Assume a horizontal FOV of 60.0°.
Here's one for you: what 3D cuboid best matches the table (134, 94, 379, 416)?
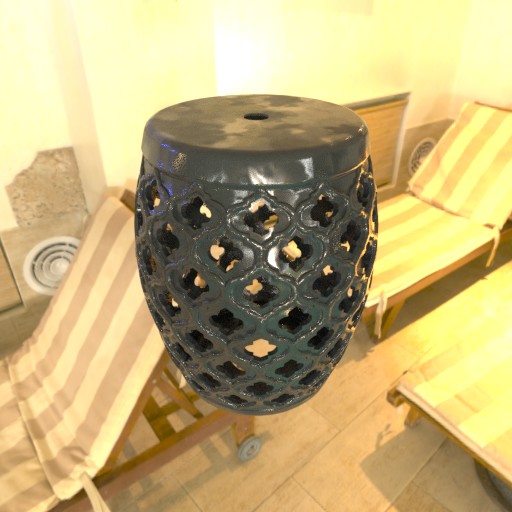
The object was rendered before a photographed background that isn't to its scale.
[{"bbox_3d":[0.000,0.000,0.626,0.325,0.388,0.325,0,32,0],"label":"table"}]
